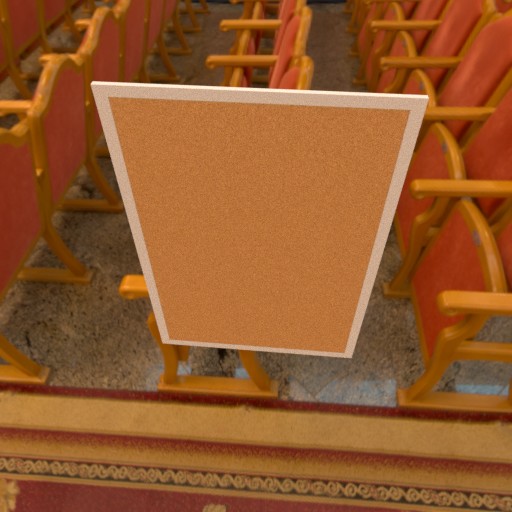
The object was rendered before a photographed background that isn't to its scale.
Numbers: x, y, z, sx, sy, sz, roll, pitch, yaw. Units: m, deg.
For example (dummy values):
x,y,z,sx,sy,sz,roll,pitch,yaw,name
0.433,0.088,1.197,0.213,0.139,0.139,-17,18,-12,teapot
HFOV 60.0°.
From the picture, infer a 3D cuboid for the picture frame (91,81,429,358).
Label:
x,y,z,sx,sy,sz,roll,pitch,yaw,name
0.000,0.000,1.204,0.659,0.940,0.013,4,46,4,picture frame
